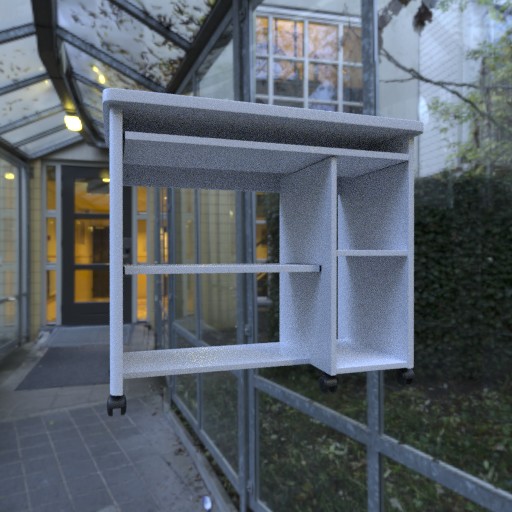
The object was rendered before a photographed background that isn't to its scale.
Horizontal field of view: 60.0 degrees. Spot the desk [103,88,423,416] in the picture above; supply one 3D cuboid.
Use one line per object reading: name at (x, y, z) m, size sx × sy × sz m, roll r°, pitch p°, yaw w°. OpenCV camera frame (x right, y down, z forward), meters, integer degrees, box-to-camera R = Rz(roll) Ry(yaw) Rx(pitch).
desk at (0.000, 0.000, 1.353) m, size 0.877 × 0.763 × 0.475 m, roll 0°, pitch 0°, yaw -18°
